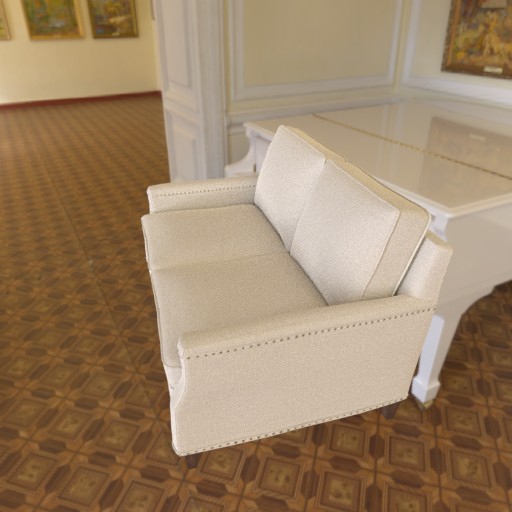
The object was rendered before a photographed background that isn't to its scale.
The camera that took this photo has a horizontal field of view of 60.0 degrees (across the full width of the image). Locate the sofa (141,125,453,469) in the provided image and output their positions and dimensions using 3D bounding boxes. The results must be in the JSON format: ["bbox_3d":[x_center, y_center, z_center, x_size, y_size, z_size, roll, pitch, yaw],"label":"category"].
[{"bbox_3d":[0.000,0.000,2.264,1.084,1.003,1.597,-8,30,-14],"label":"sofa"}]
